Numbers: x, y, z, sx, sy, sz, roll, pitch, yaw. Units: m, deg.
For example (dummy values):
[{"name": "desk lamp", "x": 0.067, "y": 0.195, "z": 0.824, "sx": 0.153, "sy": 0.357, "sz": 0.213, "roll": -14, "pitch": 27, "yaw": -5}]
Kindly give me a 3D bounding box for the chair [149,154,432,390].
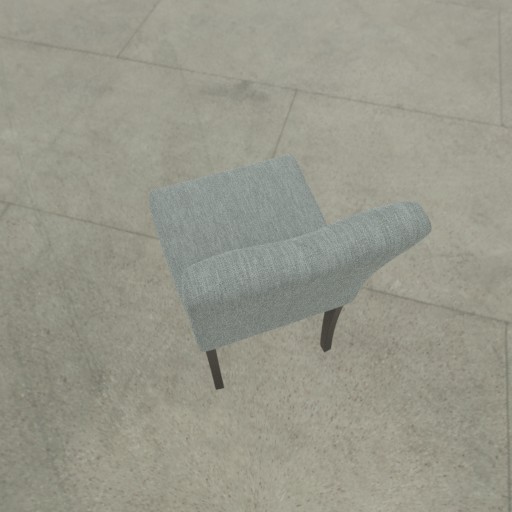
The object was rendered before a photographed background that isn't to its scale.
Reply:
[{"name": "chair", "x": 0.000, "y": 0.000, "z": 1.232, "sx": 0.487, "sy": 0.884, "sz": 0.629, "roll": -17, "pitch": 59, "yaw": -10}]
